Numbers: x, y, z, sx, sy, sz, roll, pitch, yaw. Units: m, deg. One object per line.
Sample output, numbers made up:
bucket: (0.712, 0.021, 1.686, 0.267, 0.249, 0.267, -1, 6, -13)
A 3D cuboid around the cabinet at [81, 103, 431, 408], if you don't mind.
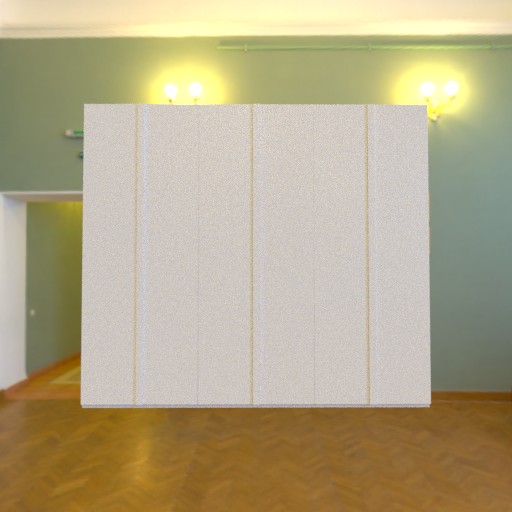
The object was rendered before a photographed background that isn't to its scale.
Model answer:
cabinet: (0.000, 0.000, 3.734, 2.700, 2.370, 0.590, 0, -2, 0)
